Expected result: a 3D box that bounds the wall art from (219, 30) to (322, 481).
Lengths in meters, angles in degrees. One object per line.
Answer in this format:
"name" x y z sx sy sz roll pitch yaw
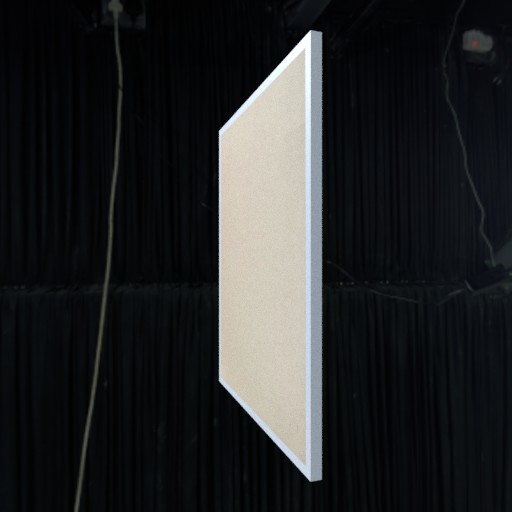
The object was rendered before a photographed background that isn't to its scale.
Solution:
"wall art" 0.000 0.000 0.631 0.013 0.456 0.382 0 0 -19
